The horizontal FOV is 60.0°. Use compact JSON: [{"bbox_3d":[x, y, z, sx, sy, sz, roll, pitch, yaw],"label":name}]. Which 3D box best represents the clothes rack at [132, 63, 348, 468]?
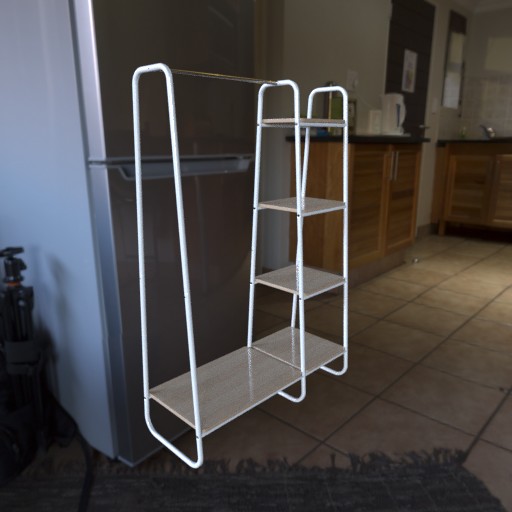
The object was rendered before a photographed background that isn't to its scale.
[{"bbox_3d":[0.000,0.000,2.001,0.400,1.500,1.011,15,21,43],"label":"clothes rack"}]
